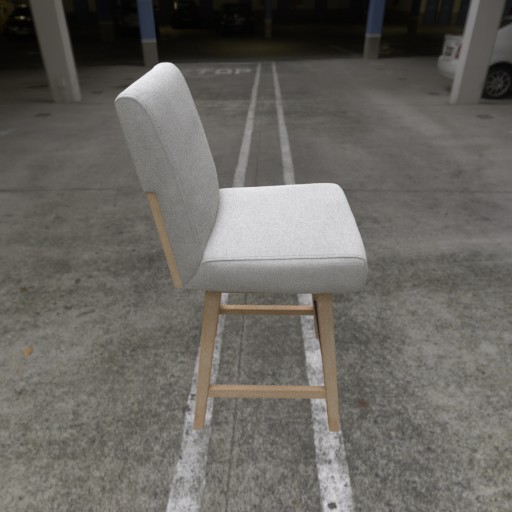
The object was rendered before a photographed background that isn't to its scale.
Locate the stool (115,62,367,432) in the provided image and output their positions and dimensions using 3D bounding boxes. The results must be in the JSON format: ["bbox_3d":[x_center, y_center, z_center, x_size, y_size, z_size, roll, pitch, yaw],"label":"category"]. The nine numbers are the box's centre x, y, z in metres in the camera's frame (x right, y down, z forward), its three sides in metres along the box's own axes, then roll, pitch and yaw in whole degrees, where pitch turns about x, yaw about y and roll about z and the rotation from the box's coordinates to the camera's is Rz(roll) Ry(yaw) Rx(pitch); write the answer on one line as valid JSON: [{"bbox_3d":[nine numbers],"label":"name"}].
[{"bbox_3d":[0.000,0.000,1.404,0.606,1.085,0.507,0,32,1],"label":"stool"}]
